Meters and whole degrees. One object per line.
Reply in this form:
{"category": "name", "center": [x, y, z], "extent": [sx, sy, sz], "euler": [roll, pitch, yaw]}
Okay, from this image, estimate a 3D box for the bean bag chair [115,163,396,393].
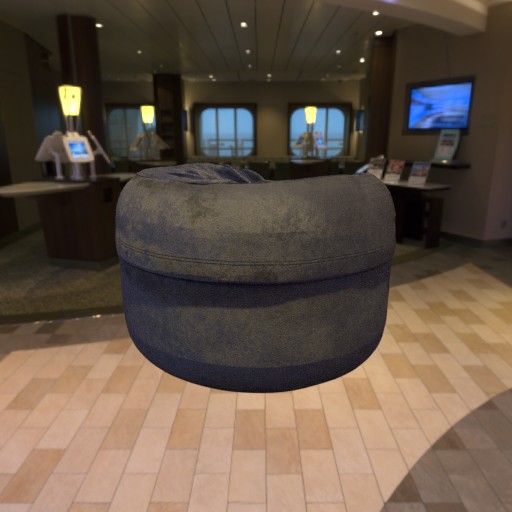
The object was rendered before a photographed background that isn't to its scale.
{"category": "bean bag chair", "center": [0.000, 0.000, 1.525], "extent": [0.918, 0.605, 0.918], "euler": [0, 16, 0]}
